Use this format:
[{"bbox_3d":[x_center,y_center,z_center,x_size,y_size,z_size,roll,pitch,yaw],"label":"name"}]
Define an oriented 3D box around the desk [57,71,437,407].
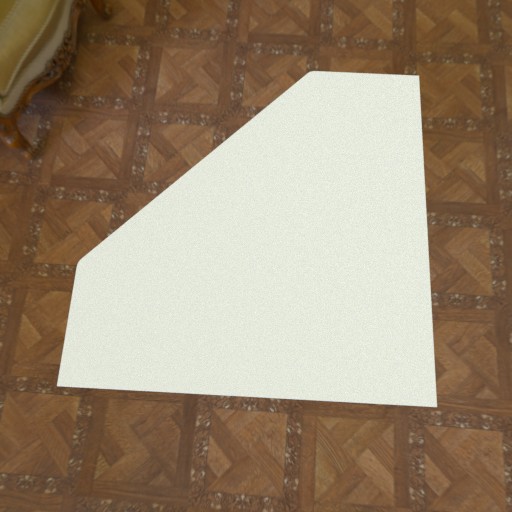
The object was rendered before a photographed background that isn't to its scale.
[{"bbox_3d":[0.000,0.000,1.598,0.926,0.818,0.940,3,74,1],"label":"desk"}]
